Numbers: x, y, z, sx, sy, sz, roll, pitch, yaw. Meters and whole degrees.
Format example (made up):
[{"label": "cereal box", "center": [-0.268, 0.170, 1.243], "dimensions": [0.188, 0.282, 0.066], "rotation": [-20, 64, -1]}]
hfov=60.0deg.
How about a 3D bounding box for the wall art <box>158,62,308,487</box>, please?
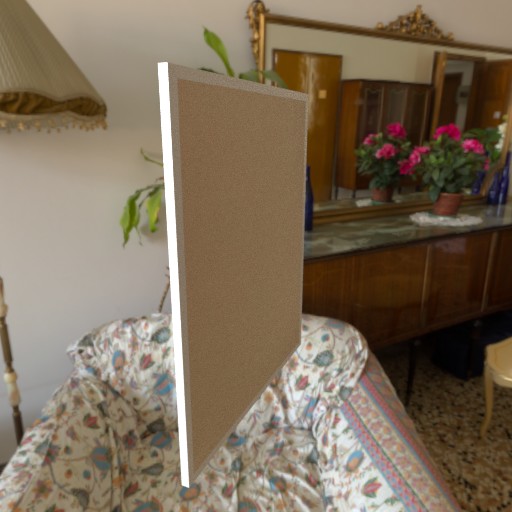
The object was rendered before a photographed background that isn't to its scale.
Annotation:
[{"label": "wall art", "center": [0.000, 0.000, 0.763], "dimensions": [0.012, 0.557, 0.482], "rotation": [7, 17, 24]}]
